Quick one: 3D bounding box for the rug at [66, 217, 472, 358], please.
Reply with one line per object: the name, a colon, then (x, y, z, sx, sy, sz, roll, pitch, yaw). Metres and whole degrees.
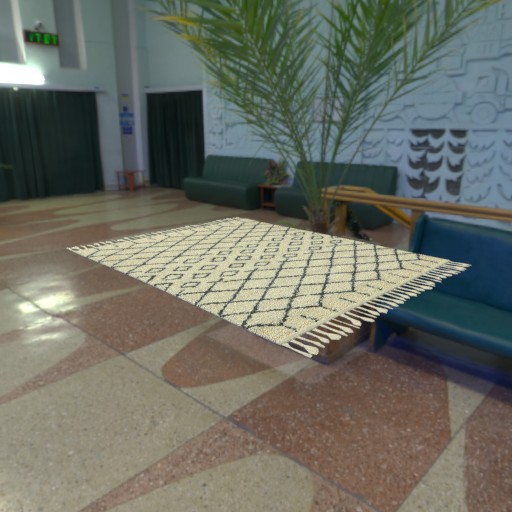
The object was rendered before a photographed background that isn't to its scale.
rug: (0.000, 0.000, 4.311, 2.388, 0.030, 3.213, -16, 22, -43)
